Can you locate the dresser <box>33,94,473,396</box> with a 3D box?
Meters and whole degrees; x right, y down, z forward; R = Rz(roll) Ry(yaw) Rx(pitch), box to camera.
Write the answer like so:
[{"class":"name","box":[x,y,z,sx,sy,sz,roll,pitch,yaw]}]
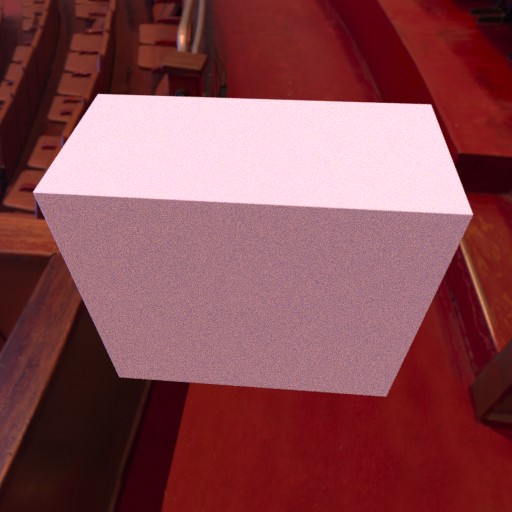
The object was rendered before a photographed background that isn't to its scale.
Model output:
[{"class":"dresser","box":[0.000,0.000,1.245,0.830,0.740,0.420,3,47,3]}]
